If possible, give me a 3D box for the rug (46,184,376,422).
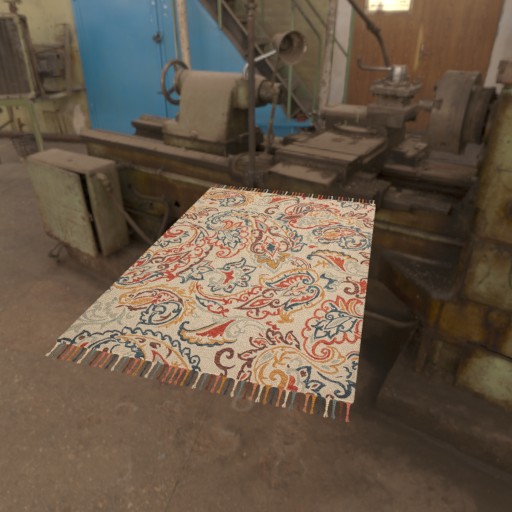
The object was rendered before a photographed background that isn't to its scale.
[{"bbox_3d":[0.000,0.000,2.460,1.218,0.010,1.997,8,31,13],"label":"rug"}]
